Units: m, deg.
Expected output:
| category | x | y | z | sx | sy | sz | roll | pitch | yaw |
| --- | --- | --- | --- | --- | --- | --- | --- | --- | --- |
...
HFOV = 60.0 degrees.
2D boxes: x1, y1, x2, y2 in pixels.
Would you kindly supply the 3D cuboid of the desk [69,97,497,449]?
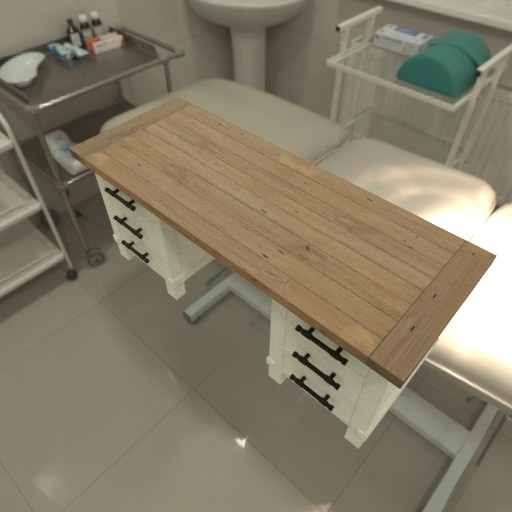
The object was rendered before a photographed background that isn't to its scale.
| category | x | y | z | sx | sy | sz | roll | pitch | yaw |
| --- | --- | --- | --- | --- | --- | --- | --- | --- | --- |
| desk | 0.000 | 0.000 | 2.168 | 1.803 | 0.760 | 0.688 | 34 | 55 | 27 |
